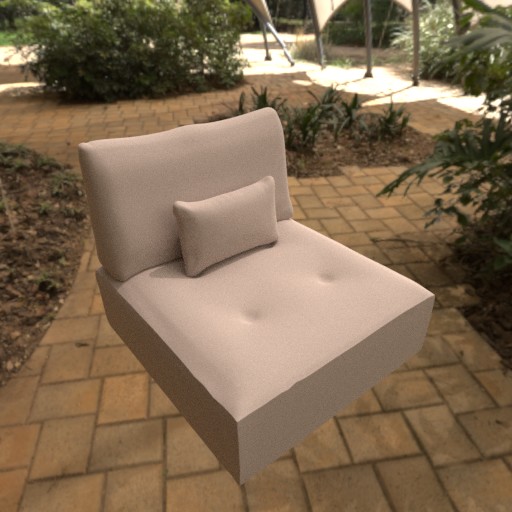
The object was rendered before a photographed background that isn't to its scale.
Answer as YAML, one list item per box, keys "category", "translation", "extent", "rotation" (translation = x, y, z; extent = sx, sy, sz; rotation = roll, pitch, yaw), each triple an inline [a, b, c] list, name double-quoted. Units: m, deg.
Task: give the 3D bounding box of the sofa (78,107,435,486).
- category: "sofa"
  translation: [0.000, 0.000, 1.685]
  extent: [0.935, 0.828, 1.000]
  rotation: [-23, 38, -32]
